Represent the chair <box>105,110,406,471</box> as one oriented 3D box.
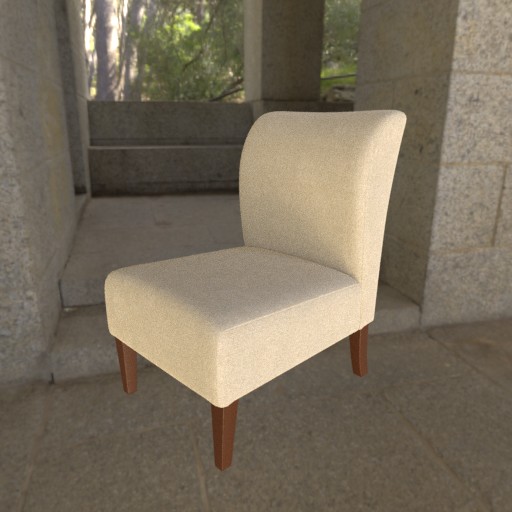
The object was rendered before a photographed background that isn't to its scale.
[{"bbox_3d":[0.000,0.000,1.326,0.754,0.833,0.521,-16,24,-42],"label":"chair"}]
